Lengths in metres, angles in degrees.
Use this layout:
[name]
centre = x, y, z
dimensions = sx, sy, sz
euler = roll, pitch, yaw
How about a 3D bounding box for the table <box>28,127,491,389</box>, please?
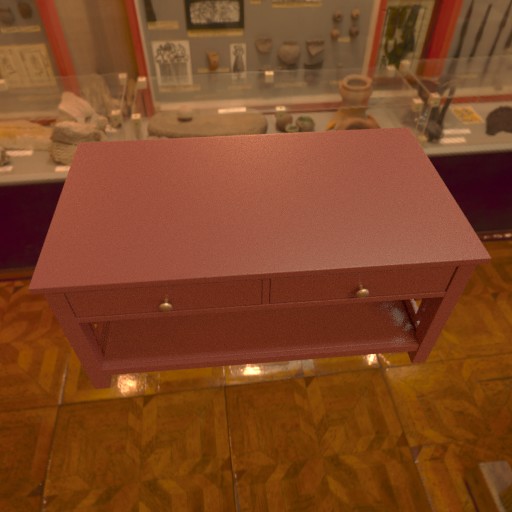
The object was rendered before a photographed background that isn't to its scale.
[table]
centre = 0.000, 0.000, 1.395
dimensions = 1.068, 0.493, 0.612
euler = -4, 46, -4
